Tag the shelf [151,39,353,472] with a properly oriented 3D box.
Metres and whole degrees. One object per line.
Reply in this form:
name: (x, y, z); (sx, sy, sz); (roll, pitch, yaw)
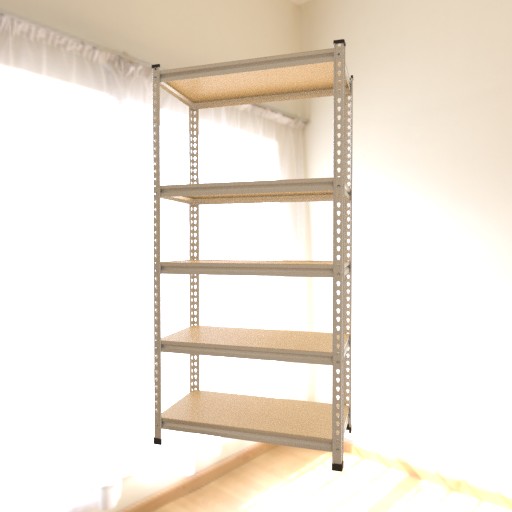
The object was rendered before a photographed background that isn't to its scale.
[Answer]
shelf: (0.000, 0.000, 2.222); (0.914, 1.829, 0.457); (0, 1, 17)
